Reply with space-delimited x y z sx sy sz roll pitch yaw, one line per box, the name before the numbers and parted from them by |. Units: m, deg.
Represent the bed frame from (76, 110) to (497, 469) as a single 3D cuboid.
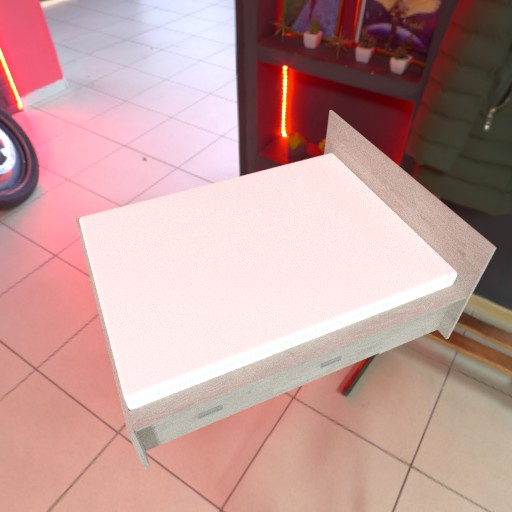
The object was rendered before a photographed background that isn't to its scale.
bed frame | 0.000 0.000 2.781 1.960 0.800 1.622 -17 48 -17
